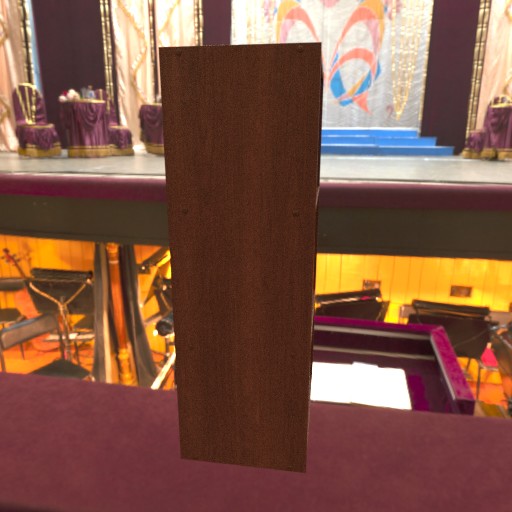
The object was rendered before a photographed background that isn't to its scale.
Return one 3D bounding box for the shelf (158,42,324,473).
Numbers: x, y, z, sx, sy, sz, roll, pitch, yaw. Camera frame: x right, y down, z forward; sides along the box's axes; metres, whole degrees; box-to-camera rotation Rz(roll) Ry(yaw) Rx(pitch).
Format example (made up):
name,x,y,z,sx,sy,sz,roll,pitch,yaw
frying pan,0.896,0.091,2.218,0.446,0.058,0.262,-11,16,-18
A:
name,x,y,z,sx,sy,sz,roll,pitch,yaw
shelf,0.000,0.000,1.087,0.290,0.879,0.414,2,16,9
